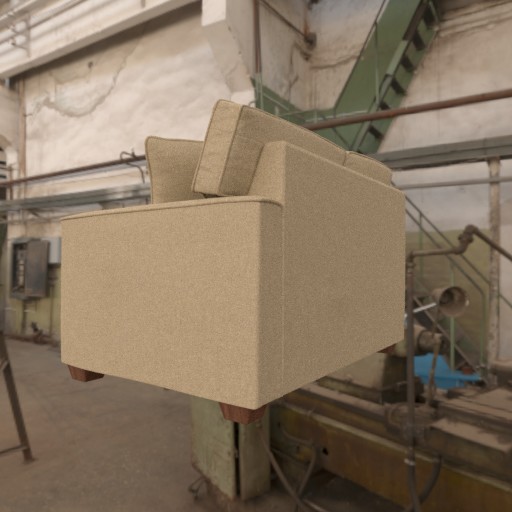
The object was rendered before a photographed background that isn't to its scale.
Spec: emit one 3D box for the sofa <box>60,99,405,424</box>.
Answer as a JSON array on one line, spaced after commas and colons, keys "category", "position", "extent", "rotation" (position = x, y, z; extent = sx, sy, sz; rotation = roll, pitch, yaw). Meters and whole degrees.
[{"category": "sofa", "position": [0.000, 0.000, 2.053], "extent": [0.991, 0.989, 1.388], "rotation": [-1, -1, 35]}]
